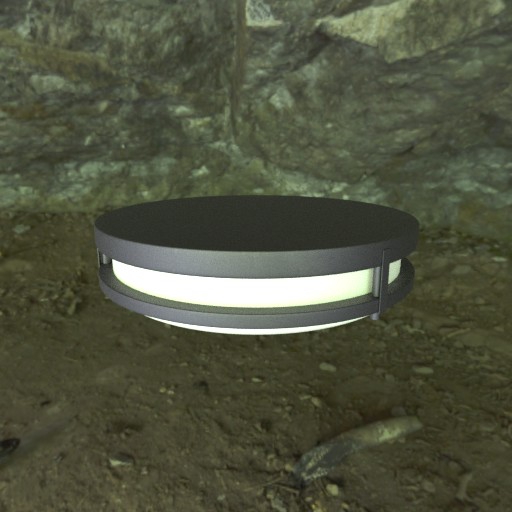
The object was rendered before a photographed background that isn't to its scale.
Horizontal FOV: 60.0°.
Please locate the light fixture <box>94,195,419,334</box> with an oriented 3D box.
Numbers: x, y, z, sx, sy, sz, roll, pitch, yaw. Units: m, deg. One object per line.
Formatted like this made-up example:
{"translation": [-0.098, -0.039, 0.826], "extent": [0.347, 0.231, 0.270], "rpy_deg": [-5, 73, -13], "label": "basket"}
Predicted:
{"translation": [0.000, 0.000, 0.524], "extent": [0.356, 0.102, 0.356], "rpy_deg": [0, 15, 0], "label": "light fixture"}
